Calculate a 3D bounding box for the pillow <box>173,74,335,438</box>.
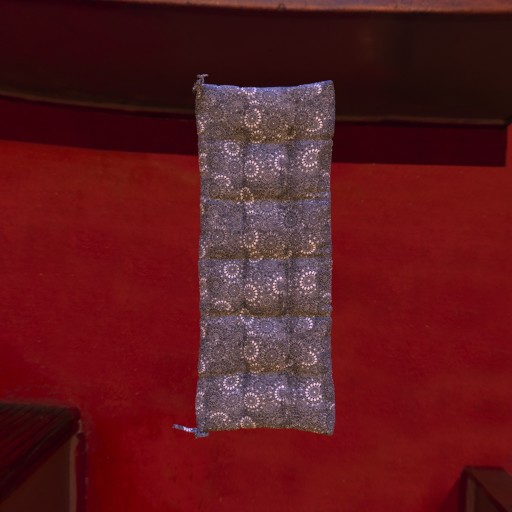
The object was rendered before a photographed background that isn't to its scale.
[{"bbox_3d":[0.000,0.000,1.427,0.511,0.174,1.194,0,90,1],"label":"pillow"}]
